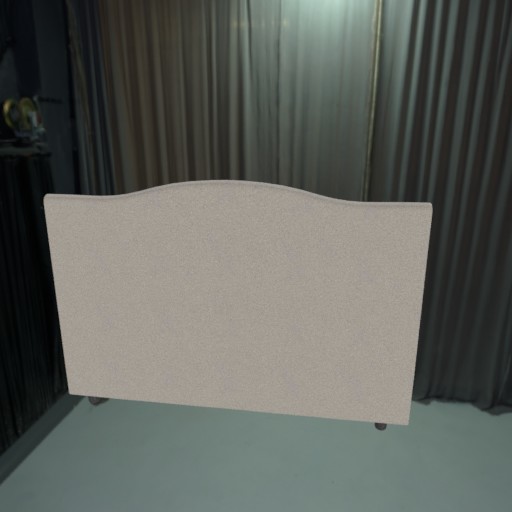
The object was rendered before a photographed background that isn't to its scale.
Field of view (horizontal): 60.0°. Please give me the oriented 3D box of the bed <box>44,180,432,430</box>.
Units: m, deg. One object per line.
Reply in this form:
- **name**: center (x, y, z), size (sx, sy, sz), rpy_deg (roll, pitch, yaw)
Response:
- **bed**: center (0.000, 0.000, 3.507), size (2.083, 1.421, 2.182), rpy_deg (2, 16, 8)
